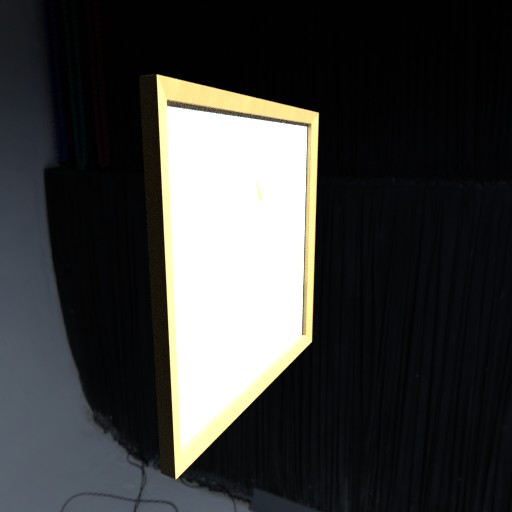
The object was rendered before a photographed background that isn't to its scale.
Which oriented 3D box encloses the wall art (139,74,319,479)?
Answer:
[{"bbox_3d":[0.000,0.000,2.899,0.097,1.936,1.935,7,14,27],"label":"wall art"}]
